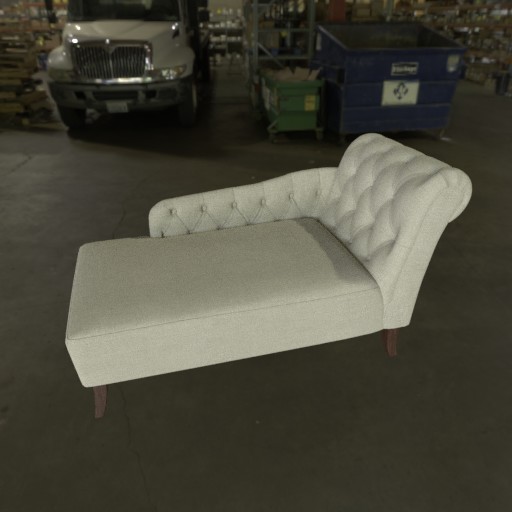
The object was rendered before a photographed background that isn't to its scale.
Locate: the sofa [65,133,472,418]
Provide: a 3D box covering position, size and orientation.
[{"bbox_3d":[0.000,0.000,1.759,1.379,0.787,0.675,-8,29,-14],"label":"sofa"}]
